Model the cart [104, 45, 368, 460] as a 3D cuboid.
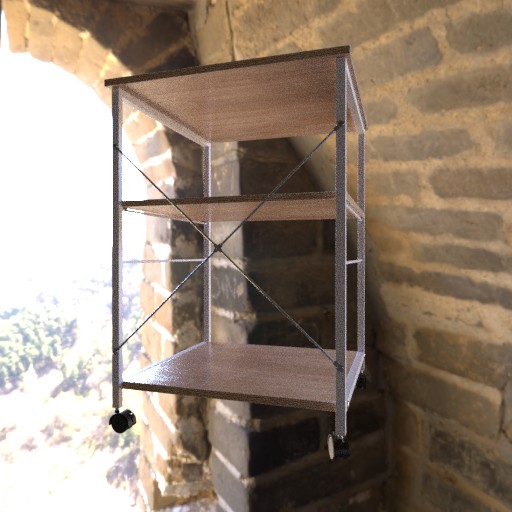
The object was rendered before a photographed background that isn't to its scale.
[{"bbox_3d":[0.000,0.000,1.124,0.521,0.762,0.520,0,0,18],"label":"cart"}]
